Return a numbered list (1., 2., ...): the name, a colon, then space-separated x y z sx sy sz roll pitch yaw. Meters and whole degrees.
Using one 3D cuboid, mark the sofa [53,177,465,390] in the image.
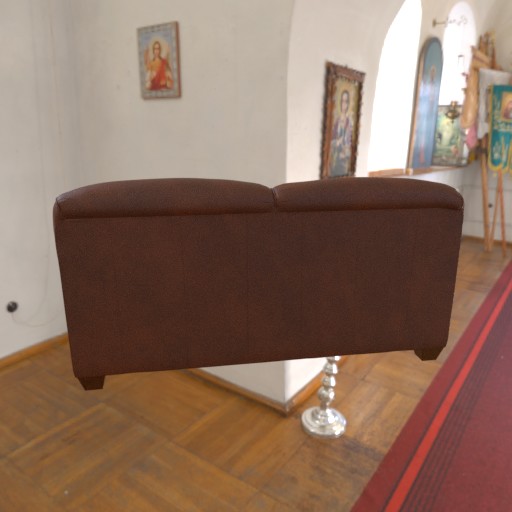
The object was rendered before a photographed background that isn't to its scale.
1. sofa: 0.000 0.000 2.480 1.856 0.966 1.000 -3 17 -9
